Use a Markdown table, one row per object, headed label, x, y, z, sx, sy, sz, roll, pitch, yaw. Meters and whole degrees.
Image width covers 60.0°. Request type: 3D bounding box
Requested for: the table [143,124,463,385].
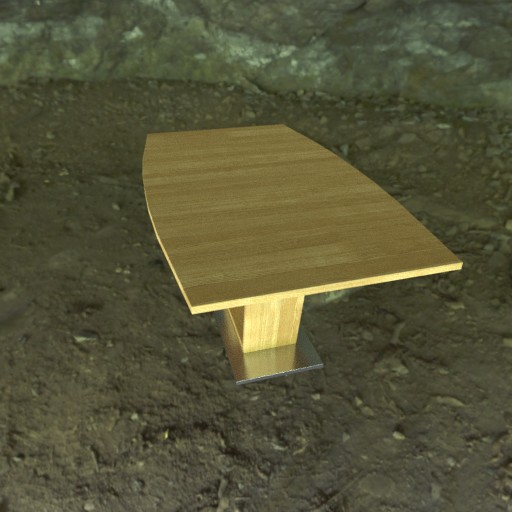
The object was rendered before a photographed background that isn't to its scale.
| label | x | y | z | sx | sy | sz | roll | pitch | yaw |
| --- | --- | --- | --- | --- | --- | --- | --- | --- | --- |
| table | 0.000 | 0.000 | 2.019 | 0.900 | 0.748 | 1.598 | -8 | 32 | -13 |
